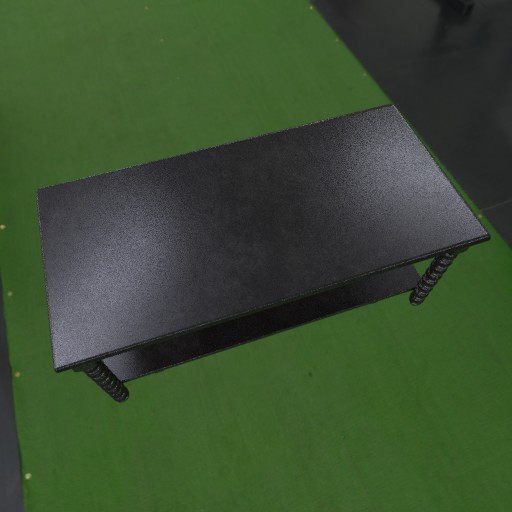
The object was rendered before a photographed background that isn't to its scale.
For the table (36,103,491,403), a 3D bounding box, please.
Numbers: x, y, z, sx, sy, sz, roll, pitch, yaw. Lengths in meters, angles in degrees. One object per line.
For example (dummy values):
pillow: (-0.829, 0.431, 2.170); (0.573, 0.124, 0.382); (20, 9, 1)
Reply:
table: (0.000, 0.000, 1.456); (1.171, 0.487, 0.580); (-16, 60, -10)
